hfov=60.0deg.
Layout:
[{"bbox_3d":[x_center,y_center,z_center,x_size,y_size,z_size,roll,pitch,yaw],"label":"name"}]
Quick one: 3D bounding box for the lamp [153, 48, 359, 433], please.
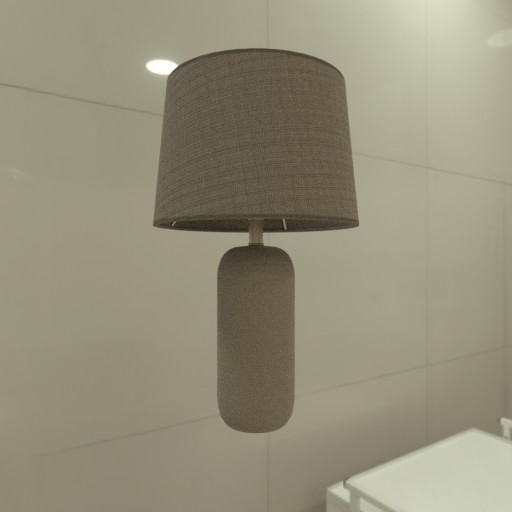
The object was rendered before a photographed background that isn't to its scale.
[{"bbox_3d":[0.000,0.000,0.808,0.367,0.609,0.367,0,0,0],"label":"lamp"}]
